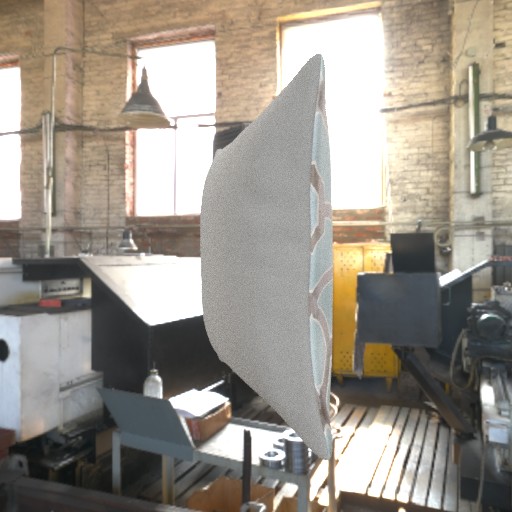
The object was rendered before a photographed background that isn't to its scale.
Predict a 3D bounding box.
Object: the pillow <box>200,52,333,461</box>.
[{"bbox_3d":[0.000,0.000,0.807,0.166,0.508,0.552,0,0,-18],"label":"pillow"}]
